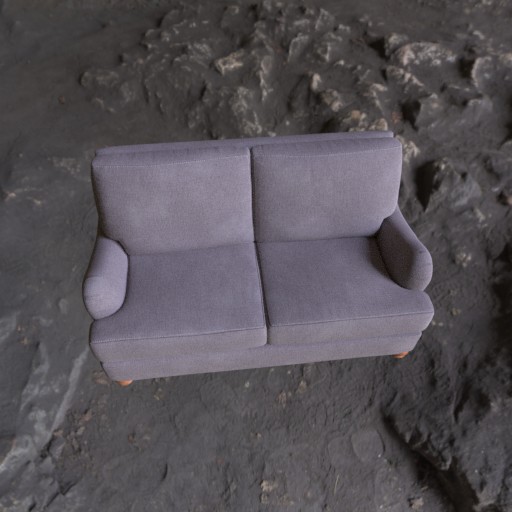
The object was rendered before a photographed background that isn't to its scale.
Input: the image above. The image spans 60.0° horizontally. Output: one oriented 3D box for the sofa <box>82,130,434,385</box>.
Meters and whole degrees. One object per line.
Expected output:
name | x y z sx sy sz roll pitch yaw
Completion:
sofa | 0.000 0.000 2.612 1.853 1.101 1.084 -5 47 -4
